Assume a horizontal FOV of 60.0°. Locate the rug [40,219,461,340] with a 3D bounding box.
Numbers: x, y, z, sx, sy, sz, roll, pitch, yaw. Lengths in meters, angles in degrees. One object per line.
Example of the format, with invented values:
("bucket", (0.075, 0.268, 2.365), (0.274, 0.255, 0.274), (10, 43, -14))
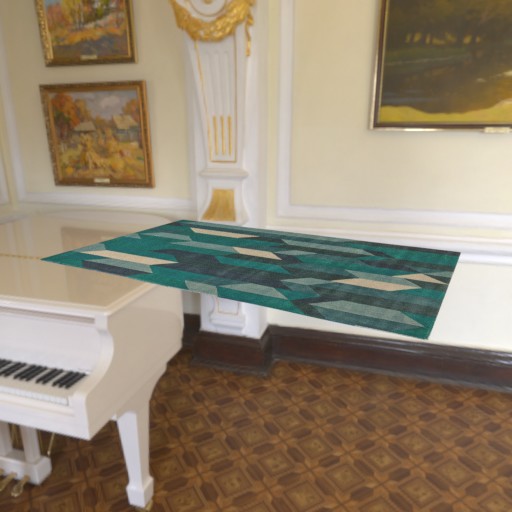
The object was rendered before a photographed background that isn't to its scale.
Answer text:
("rug", (0.000, 0.000, 3.000), (2.420, 0.005, 1.528), (9, 18, 27))
